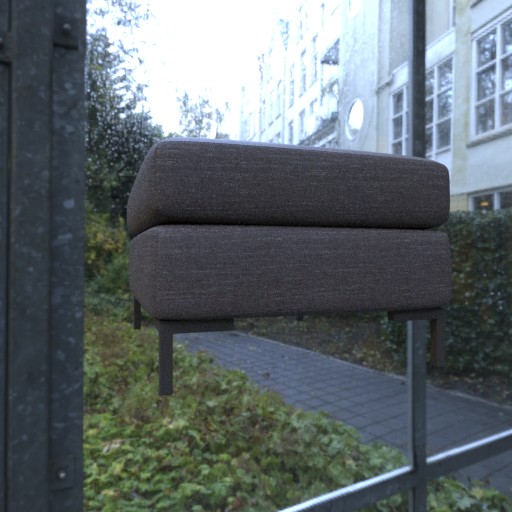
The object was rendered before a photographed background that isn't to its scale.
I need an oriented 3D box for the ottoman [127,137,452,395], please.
[{"bbox_3d":[0.000,0.000,1.239,0.671,0.490,0.820,0,0,-19],"label":"ottoman"}]
